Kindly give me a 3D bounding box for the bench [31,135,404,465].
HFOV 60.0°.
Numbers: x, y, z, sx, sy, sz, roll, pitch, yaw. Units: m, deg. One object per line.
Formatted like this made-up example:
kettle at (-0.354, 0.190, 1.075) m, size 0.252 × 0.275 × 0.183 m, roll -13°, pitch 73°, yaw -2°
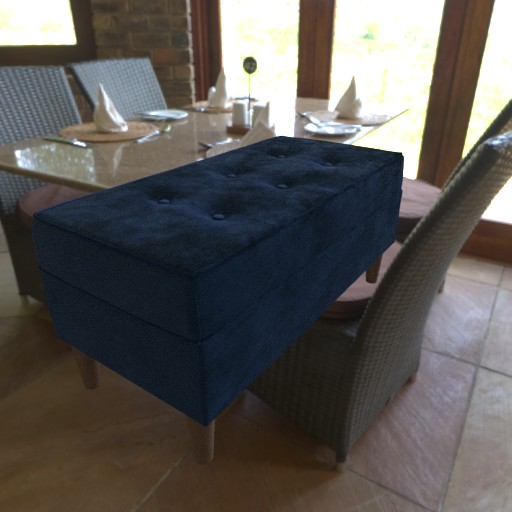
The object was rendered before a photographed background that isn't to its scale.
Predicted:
bench at (0.000, 0.000, 1.263) m, size 0.489 × 0.467 × 1.010 m, roll 18°, pitch 32°, yaw 31°
